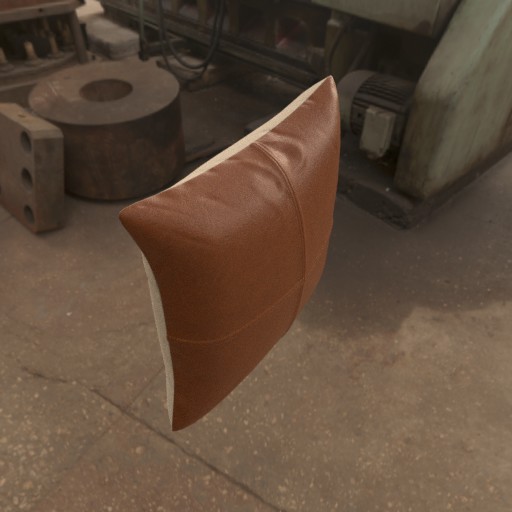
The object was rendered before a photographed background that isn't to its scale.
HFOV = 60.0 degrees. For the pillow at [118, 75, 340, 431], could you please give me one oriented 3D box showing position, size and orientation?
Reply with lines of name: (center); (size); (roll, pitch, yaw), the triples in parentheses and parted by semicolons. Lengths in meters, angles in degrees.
pillow: (0.000, 0.000, 0.776); (0.192, 0.477, 0.501); (24, 47, 25)
